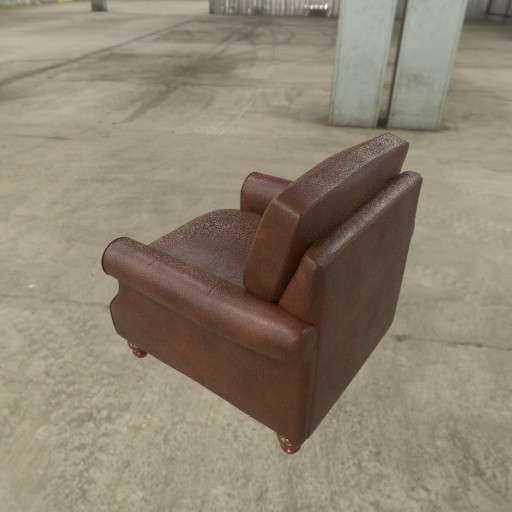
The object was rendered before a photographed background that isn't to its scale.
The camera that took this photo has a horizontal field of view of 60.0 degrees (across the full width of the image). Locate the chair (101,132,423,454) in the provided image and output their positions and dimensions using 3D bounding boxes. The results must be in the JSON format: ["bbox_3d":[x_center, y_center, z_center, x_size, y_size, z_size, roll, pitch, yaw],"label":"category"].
[{"bbox_3d":[0.000,0.000,1.794,0.992,0.972,0.989,21,38,30],"label":"chair"}]
